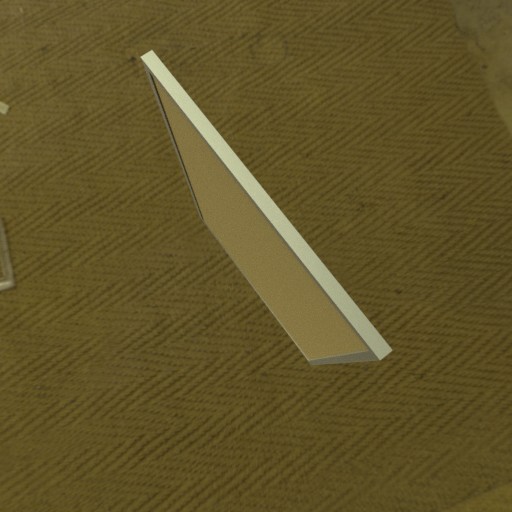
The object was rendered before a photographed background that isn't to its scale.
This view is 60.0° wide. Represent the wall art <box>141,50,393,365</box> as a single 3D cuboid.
[{"bbox_3d":[0.000,0.000,1.379,0.034,1.042,0.789,-36,78,-9],"label":"wall art"}]
